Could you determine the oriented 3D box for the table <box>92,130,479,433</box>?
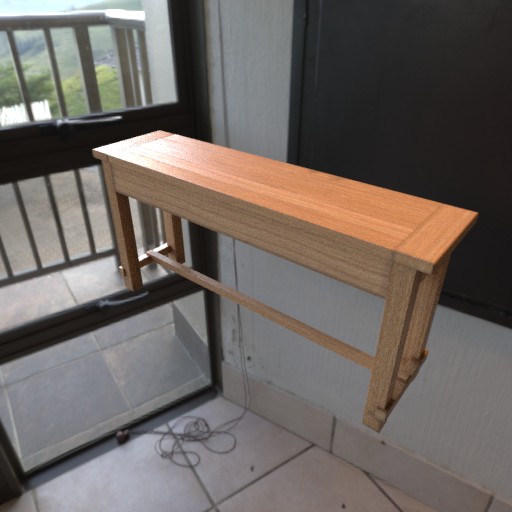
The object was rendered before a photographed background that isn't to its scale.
[{"bbox_3d":[0.000,0.000,1.972,1.599,0.762,0.442,22,38,32],"label":"table"}]
